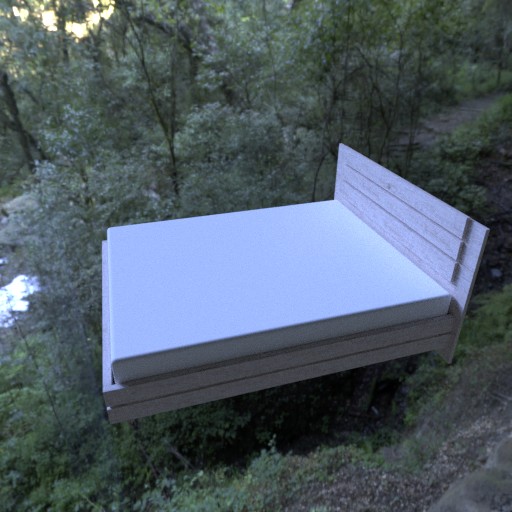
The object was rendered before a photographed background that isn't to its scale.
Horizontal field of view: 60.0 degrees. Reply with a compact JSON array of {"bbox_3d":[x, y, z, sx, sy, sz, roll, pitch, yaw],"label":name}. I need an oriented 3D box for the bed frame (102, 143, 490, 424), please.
[{"bbox_3d":[0.000,0.000,3.062,2.080,0.970,1.750,-9,31,-15],"label":"bed frame"}]
